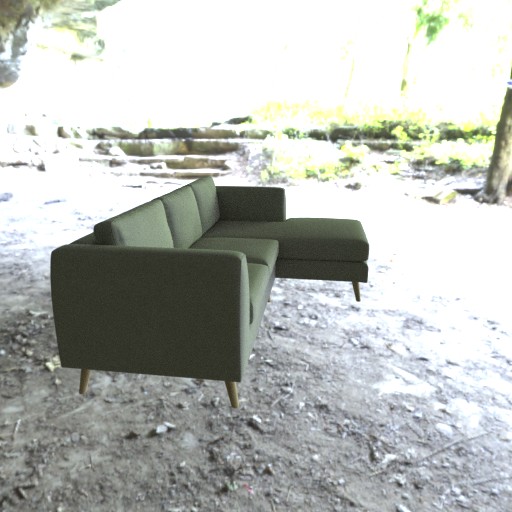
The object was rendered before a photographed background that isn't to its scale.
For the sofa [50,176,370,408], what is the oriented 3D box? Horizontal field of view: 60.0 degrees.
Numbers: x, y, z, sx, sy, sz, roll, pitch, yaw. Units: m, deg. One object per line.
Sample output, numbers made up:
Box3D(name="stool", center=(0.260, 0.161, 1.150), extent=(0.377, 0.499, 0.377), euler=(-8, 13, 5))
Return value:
Box3D(name="sofa", center=(0.000, 0.000, 3.023), extent=(1.580, 0.860, 2.300), euler=(2, 17, 8))
